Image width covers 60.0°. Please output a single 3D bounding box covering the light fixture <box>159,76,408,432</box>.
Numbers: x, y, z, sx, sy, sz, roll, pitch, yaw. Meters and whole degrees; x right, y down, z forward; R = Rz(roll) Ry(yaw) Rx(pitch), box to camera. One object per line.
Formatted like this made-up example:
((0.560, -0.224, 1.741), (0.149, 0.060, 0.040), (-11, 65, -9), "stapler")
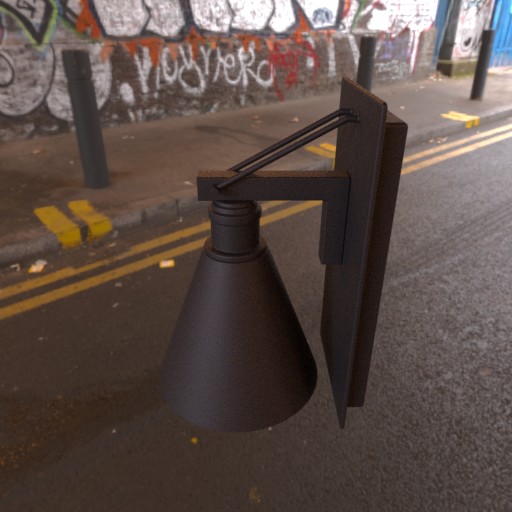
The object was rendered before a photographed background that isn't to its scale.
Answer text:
((0.000, 0.000, 0.415), (0.207, 0.298, 0.170), (0, 28, 0), "light fixture")
